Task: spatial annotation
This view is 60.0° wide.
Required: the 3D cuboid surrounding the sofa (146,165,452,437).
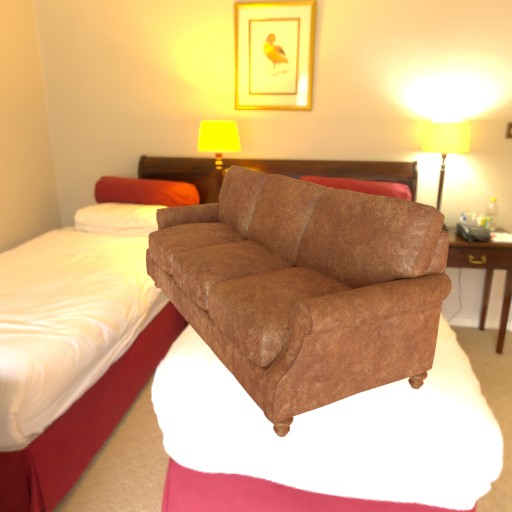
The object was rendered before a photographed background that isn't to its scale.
[{"bbox_3d":[0.000,0.000,2.864,0.973,0.977,2.351,-8,19,-26],"label":"sofa"}]
